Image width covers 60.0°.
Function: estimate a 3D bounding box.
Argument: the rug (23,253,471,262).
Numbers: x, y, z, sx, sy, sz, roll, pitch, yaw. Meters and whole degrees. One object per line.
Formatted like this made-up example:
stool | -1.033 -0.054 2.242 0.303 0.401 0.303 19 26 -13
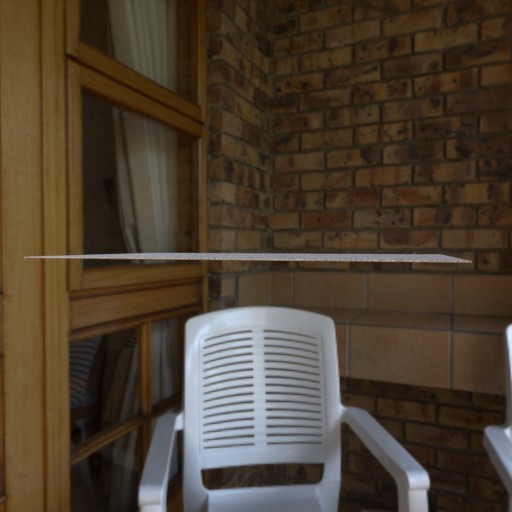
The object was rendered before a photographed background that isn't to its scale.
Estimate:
rug | 0.000 0.000 2.983 2.428 0.007 1.519 0 1 18
